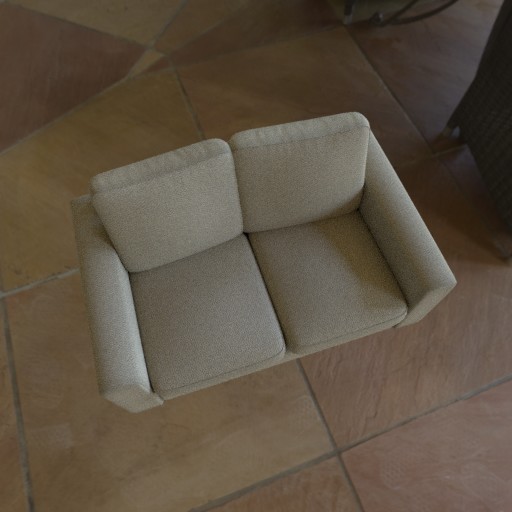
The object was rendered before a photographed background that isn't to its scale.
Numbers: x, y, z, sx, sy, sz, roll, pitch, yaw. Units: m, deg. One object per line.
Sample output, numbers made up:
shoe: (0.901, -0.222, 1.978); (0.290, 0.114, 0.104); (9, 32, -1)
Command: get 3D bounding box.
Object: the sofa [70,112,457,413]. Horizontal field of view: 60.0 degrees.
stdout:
sofa: (0.000, 0.000, 2.180); (1.616, 0.873, 1.016); (-16, 64, -8)
